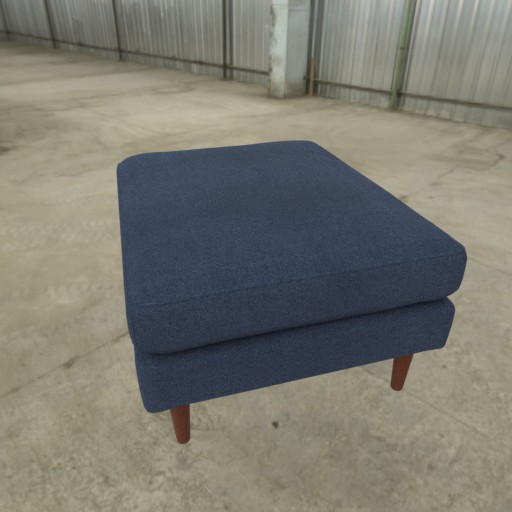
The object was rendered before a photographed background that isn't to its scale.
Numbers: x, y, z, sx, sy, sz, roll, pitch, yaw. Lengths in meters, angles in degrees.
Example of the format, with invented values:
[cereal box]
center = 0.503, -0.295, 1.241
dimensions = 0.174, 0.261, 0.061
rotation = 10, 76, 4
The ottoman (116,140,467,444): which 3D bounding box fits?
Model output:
[ottoman]
center = 0.000, 0.000, 1.237
dimensions = 0.693, 0.474, 0.821
rotation = -8, 31, -14
